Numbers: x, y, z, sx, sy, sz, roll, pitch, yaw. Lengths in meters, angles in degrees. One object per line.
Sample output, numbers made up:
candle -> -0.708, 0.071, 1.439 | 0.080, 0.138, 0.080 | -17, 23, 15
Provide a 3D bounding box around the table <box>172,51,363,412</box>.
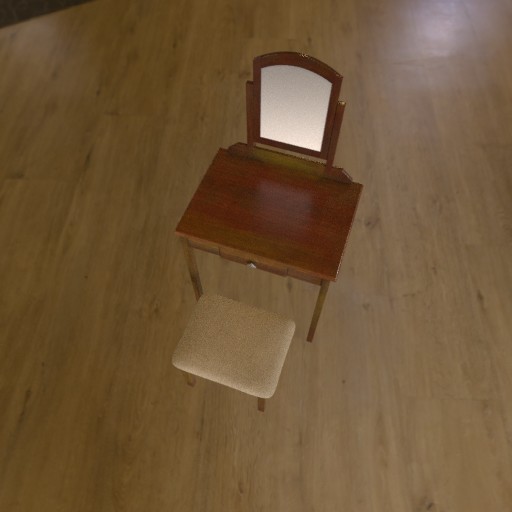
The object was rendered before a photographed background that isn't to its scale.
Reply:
table -> 0.000, 0.000, 2.356 | 0.876, 1.631, 1.211 | 17, 60, 10
